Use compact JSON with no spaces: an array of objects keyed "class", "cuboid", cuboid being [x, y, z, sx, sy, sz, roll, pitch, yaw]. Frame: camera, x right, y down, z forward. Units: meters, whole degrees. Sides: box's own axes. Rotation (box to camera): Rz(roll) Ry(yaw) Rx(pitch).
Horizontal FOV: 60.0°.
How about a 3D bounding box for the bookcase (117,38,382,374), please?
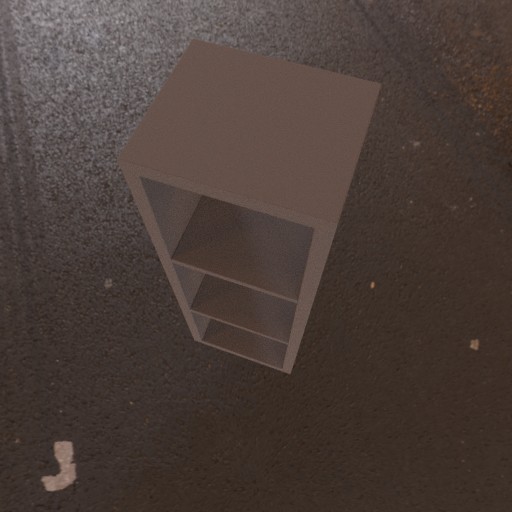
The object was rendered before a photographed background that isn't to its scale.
[{"class":"bookcase","cuboid":[0.000,0.000,1.281,0.390,1.080,0.330,17,64,9]}]
